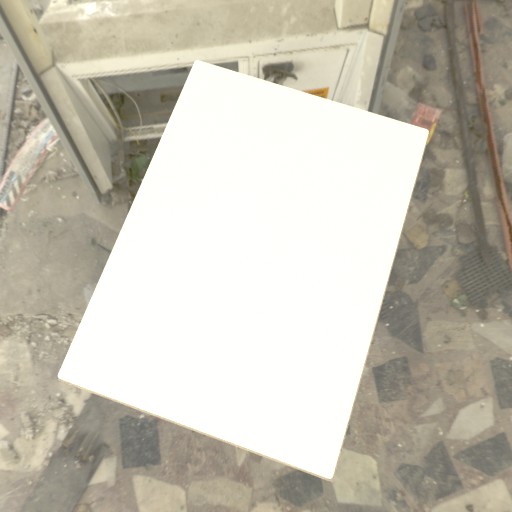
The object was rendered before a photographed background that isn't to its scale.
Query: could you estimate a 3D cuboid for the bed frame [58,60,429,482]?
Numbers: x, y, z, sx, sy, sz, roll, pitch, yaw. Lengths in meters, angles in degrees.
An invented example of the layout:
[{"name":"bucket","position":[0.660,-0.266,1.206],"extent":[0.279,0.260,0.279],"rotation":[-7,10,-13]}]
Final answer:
[{"name":"bed frame","position":[0.000,0.000,2.547],"extent":[1.448,0.490,1.944],"rotation":[19,77,4]}]
